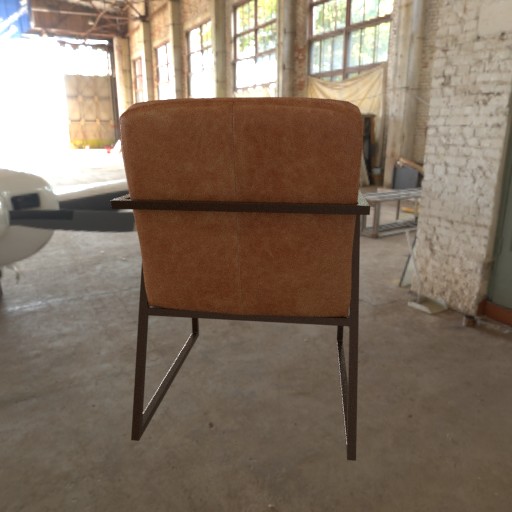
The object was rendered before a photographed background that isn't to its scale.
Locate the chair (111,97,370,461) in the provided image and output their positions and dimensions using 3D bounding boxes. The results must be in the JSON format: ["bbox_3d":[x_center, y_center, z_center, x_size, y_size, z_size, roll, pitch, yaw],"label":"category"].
[{"bbox_3d":[0.000,0.000,1.285,0.571,0.832,0.677,2,16,7],"label":"chair"}]
